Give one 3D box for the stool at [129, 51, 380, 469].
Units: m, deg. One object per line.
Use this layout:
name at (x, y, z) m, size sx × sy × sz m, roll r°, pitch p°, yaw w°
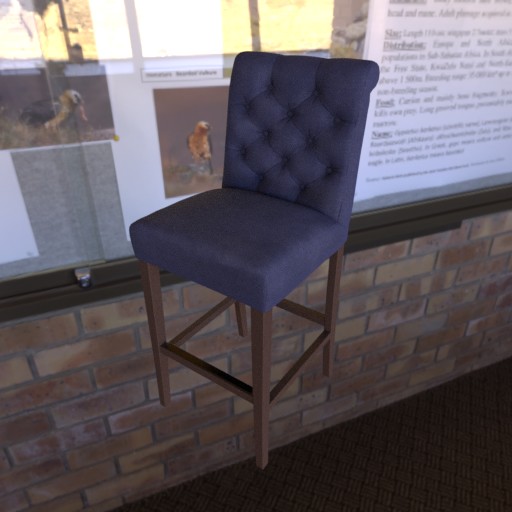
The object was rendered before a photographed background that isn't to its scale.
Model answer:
stool at (0.000, 0.000, 1.422) m, size 0.493 × 1.140 × 0.601 m, roll 20°, pitch 36°, yaw 30°
